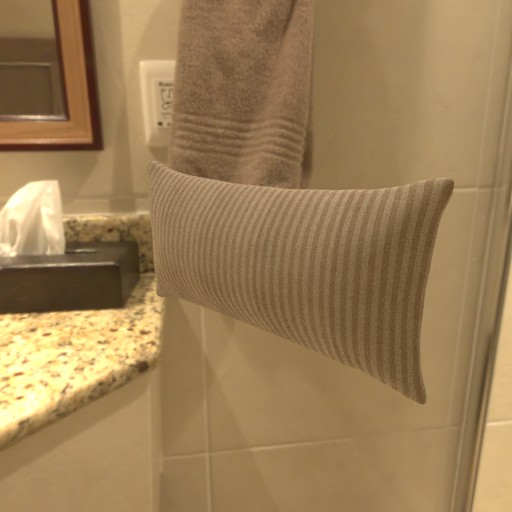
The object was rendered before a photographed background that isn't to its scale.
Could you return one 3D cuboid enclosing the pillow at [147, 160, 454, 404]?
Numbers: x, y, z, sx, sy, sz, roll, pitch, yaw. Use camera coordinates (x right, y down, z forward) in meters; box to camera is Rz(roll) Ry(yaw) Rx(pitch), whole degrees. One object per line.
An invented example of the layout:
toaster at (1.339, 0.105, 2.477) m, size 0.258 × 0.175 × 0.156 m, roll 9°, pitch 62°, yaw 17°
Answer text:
pillow at (0.000, 0.000, 0.743) m, size 0.617 × 0.295 × 0.151 m, roll 14°, pitch 20°, yaw 42°
